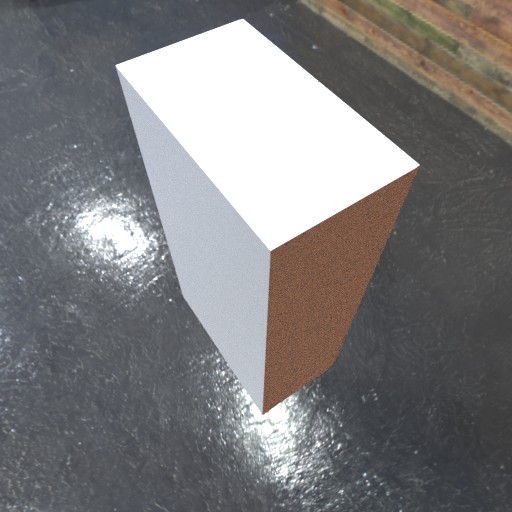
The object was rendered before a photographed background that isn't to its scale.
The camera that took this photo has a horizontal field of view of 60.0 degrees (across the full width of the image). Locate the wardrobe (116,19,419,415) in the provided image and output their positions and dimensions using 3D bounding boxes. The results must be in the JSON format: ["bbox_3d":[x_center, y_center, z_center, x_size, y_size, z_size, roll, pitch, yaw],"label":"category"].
[{"bbox_3d":[0.000,0.000,2.251,0.577,1.808,0.991,-30,62,-18],"label":"wardrobe"}]
